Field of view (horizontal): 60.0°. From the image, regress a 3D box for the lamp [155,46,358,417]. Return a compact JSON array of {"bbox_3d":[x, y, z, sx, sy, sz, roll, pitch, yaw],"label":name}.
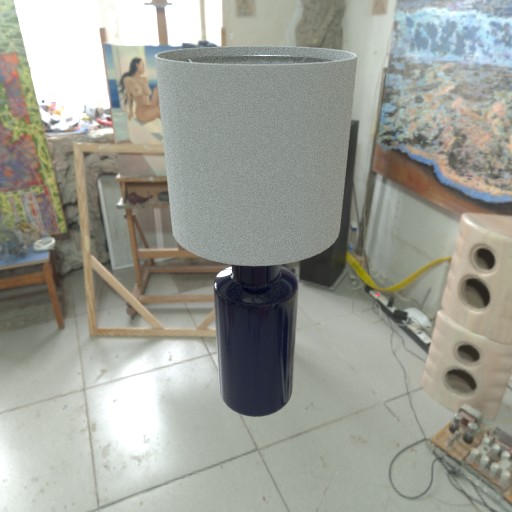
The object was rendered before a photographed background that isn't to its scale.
[{"bbox_3d":[0.000,0.000,0.591,0.212,0.493,0.212,20,35,32],"label":"lamp"}]
